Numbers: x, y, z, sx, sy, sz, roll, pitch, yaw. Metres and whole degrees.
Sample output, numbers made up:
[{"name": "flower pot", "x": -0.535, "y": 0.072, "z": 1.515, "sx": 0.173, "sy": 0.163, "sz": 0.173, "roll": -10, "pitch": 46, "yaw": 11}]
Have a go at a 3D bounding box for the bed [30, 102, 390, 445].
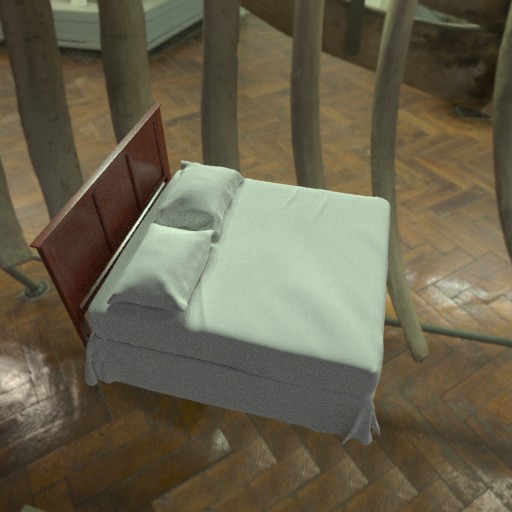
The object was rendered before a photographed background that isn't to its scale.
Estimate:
[{"name": "bed", "x": 0.000, "y": 0.000, "z": 3.152, "sx": 2.050, "sy": 1.270, "sz": 1.870, "roll": 10, "pitch": 46, "yaw": 10}]
